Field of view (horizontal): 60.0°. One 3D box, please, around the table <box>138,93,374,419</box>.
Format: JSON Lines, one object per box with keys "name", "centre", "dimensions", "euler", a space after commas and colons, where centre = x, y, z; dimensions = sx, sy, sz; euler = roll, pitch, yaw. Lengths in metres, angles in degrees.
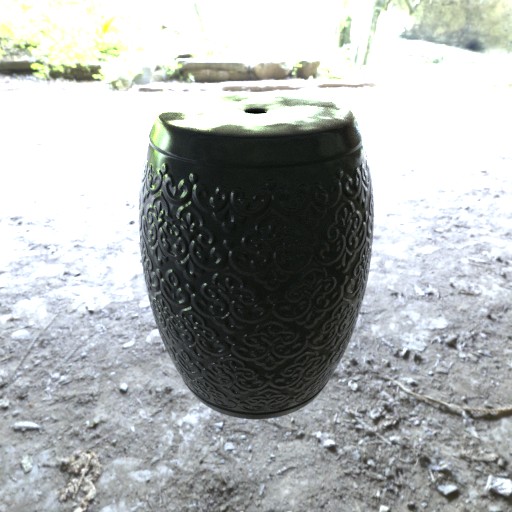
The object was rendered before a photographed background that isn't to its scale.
{"name": "table", "centre": [0.000, 0.000, 0.619], "dimensions": [0.309, 0.397, 0.309], "euler": [0, 30, 0]}
